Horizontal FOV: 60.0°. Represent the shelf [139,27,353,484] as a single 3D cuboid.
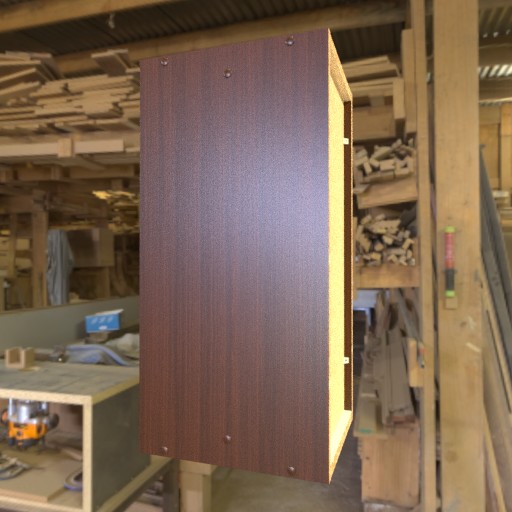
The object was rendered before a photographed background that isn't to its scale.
[{"bbox_3d":[0.000,0.000,0.748,0.290,0.600,0.253,0,0,19],"label":"shelf"}]
